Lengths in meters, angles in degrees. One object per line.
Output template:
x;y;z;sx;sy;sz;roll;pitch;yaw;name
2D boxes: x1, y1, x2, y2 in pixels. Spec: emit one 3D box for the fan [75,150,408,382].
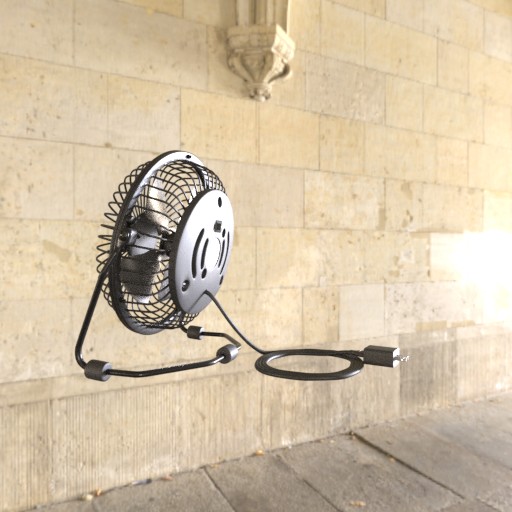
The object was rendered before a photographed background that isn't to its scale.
0.000;0.000;0.309;0.202;0.152;0.153;0;1;18;fan
